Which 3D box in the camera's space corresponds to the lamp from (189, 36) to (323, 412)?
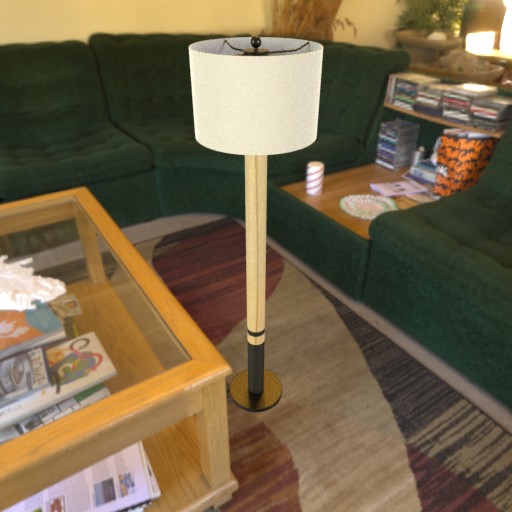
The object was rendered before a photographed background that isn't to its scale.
[{"bbox_3d":[0.000,0.000,1.652,0.381,1.478,0.381,24,40,32],"label":"lamp"}]
